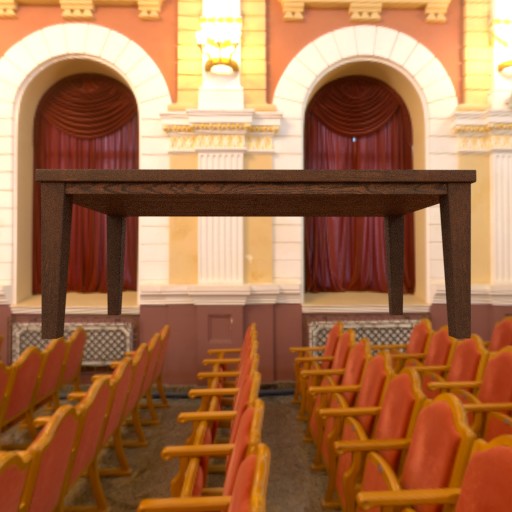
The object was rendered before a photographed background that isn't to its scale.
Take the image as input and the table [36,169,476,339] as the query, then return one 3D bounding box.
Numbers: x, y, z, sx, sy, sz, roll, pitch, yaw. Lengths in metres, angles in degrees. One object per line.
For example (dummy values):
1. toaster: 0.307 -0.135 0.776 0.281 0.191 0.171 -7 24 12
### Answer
1. table: 0.000 0.000 2.490 1.981 0.762 1.016 0 -1 0
